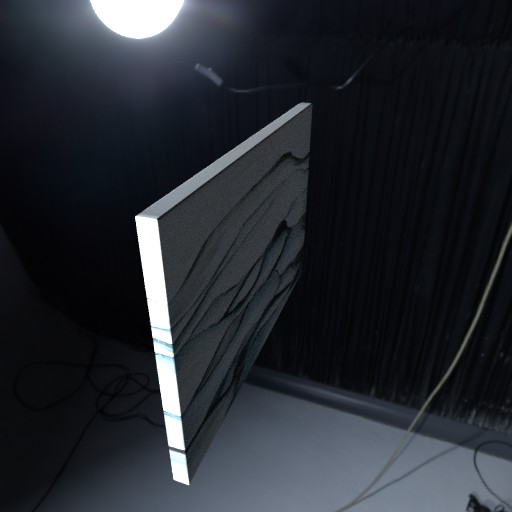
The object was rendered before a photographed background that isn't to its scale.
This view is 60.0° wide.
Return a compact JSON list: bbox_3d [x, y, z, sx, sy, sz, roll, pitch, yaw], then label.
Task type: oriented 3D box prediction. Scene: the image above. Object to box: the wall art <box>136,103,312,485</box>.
[{"bbox_3d":[0.000,0.000,1.154,0.039,0.609,0.914,10,31,17],"label":"wall art"}]
